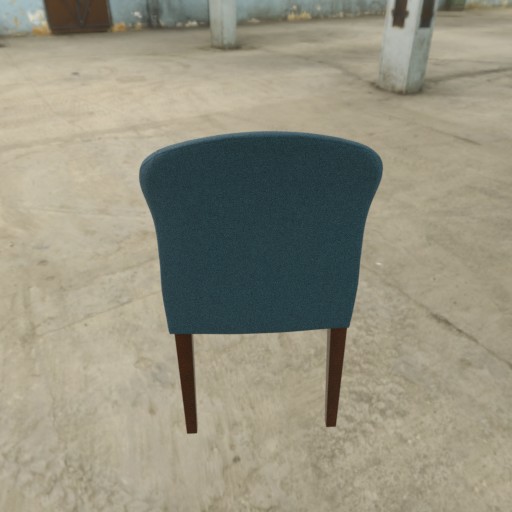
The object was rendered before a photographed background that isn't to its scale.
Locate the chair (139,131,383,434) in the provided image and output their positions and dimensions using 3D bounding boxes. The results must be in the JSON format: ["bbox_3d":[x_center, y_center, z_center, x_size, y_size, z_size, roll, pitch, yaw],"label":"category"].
[{"bbox_3d":[0.000,0.000,1.261,0.507,0.879,0.620,-2,32,-3],"label":"chair"}]
